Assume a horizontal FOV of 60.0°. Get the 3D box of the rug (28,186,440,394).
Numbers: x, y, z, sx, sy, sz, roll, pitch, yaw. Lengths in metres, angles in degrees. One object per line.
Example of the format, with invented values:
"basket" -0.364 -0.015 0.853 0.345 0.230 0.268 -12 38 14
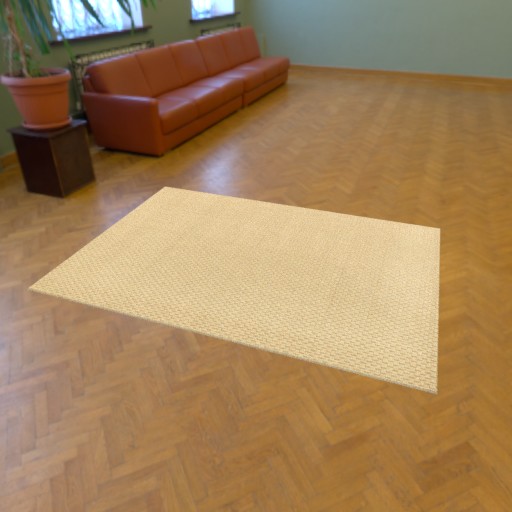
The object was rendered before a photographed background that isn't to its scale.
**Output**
"rug" 0.000 0.000 2.749 2.144 0.013 1.509 11 34 17
